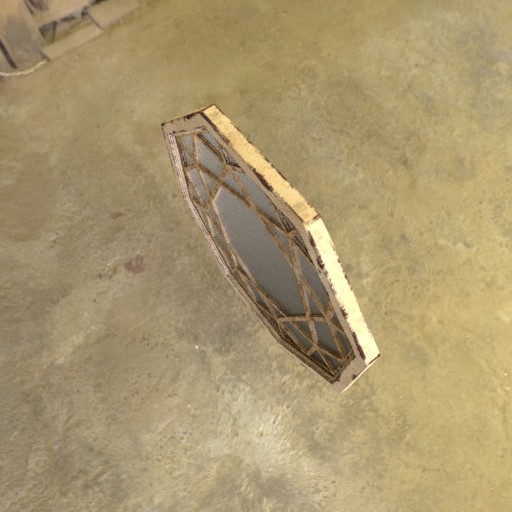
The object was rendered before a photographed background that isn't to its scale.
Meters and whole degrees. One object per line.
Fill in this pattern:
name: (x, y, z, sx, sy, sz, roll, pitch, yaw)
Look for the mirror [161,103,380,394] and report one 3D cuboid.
mirror: (0.000, 0.000, 0.962, 0.031, 0.648, 0.648, -34, 68, -16)
